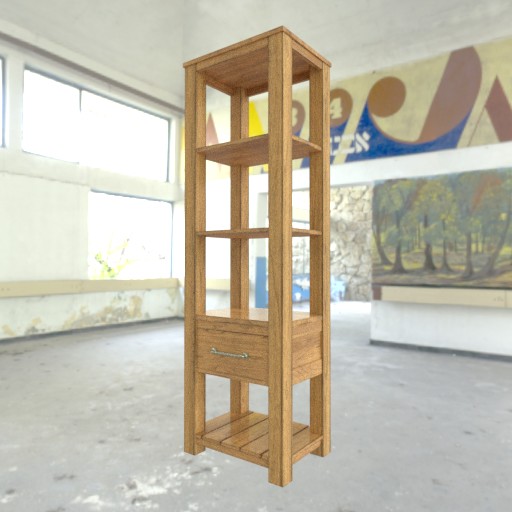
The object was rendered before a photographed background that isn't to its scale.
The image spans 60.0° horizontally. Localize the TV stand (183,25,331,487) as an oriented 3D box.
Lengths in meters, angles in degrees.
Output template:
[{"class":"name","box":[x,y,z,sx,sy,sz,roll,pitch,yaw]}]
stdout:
[{"class":"TV stand","box":[0.000,0.000,2.074,0.565,1.828,0.435,-1,-1,37]}]
